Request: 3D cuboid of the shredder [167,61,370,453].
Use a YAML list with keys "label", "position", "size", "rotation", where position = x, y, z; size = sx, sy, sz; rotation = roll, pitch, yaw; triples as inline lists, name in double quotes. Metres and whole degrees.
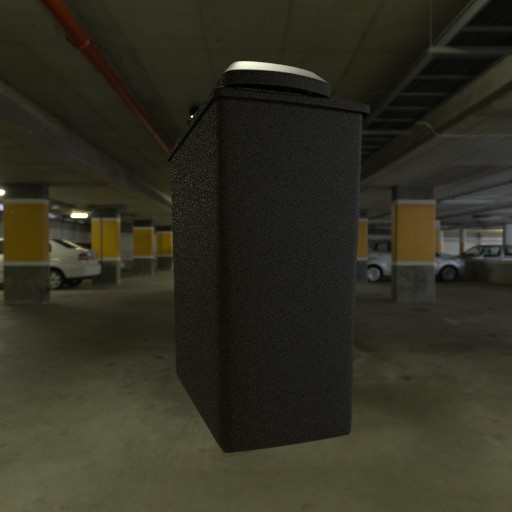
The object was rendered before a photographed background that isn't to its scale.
- label: "shredder"
  position: [0.000, 0.000, 0.520]
  size: [0.170, 0.335, 0.320]
  rotation: [0, 1, -19]
